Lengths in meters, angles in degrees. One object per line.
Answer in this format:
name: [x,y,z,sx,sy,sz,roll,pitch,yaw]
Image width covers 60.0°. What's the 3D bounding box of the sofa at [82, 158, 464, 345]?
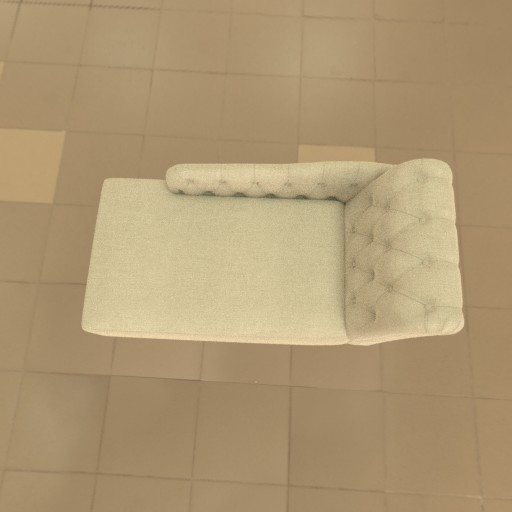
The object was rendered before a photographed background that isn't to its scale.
sofa: [0.000,0.000,1.831,1.379,0.787,0.675,3,74,1]
